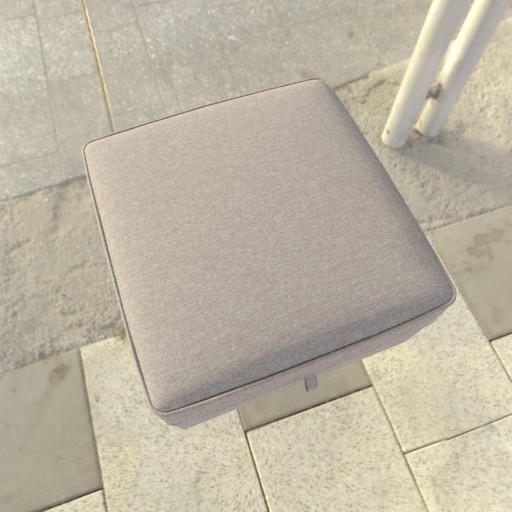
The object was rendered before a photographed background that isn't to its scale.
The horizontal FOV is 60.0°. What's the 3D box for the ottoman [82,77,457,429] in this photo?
[{"bbox_3d":[0.000,0.000,1.388,0.808,0.612,0.871,-19,66,-9],"label":"ottoman"}]
